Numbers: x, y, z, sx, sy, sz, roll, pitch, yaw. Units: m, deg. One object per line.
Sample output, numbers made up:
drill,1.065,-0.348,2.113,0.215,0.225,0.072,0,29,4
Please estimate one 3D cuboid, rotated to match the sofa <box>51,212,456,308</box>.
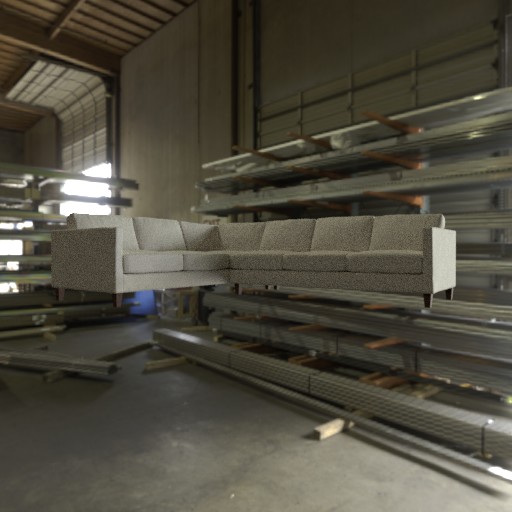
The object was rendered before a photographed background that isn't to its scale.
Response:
sofa,0.000,0.000,4.345,3.182,0.863,2.432,0,0,36
